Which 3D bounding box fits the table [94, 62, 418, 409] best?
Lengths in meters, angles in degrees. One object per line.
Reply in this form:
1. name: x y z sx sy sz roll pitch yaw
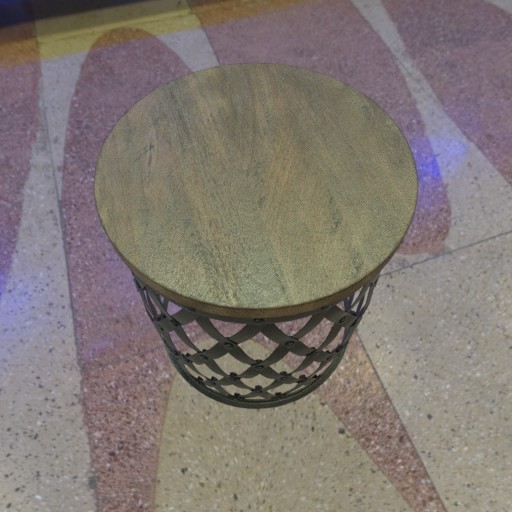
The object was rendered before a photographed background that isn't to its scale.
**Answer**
1. table: 0.000 0.000 0.754 0.405 0.454 0.405 0 59 0
